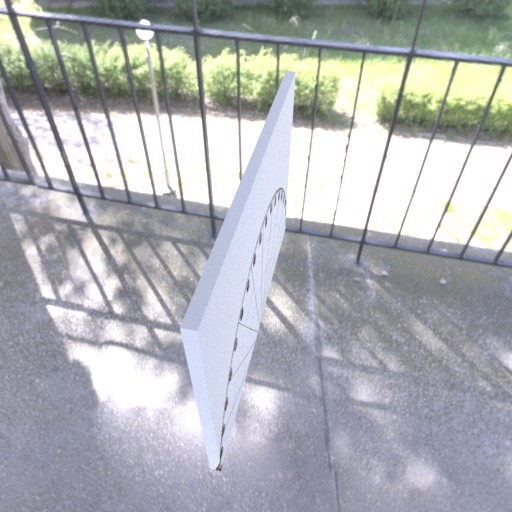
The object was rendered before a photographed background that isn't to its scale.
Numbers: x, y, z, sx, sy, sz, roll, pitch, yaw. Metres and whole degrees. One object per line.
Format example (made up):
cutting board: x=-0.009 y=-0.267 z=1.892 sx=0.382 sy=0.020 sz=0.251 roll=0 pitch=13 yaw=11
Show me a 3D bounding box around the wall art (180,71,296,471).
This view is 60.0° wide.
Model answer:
wall art: x=0.000 y=0.000 z=1.492 sx=0.038 sy=0.767 sz=1.144 roll=9 pitch=47 yaw=9
